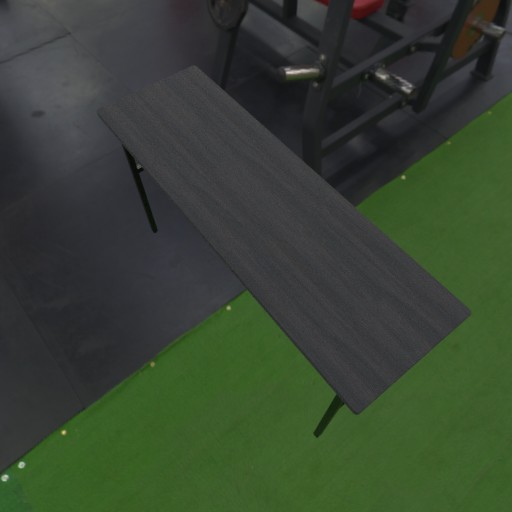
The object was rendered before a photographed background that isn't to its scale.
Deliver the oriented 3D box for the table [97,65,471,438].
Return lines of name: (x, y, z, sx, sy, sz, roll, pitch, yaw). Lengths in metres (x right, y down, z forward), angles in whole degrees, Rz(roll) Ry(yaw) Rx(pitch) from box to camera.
table: (0.000, 0.000, 1.773, 0.449, 0.750, 1.399, -33, 64, -19)
